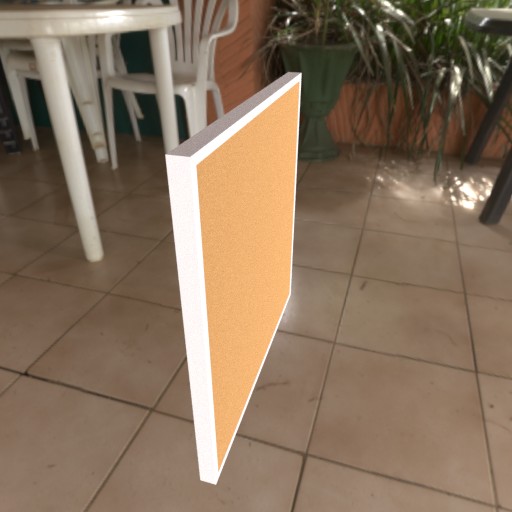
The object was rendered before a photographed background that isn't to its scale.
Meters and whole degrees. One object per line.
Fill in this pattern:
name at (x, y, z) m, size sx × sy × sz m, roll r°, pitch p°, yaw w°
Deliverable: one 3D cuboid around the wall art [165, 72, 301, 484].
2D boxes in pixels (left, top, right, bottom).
wall art at (0.000, 0.000, 1.124) m, size 0.038 × 0.762 × 0.762 m, roll 9°, pitch 32°, yaw 14°
